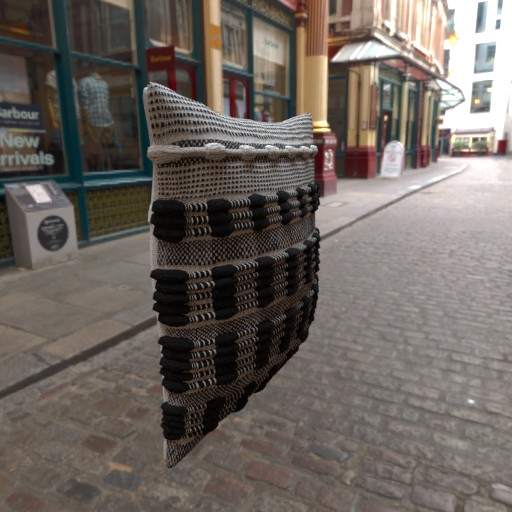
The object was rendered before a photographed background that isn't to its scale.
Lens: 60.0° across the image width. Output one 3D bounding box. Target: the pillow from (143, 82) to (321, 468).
[{"bbox_3d":[0.000,0.000,0.663,0.156,0.438,0.436,7,15,27],"label":"pillow"}]
